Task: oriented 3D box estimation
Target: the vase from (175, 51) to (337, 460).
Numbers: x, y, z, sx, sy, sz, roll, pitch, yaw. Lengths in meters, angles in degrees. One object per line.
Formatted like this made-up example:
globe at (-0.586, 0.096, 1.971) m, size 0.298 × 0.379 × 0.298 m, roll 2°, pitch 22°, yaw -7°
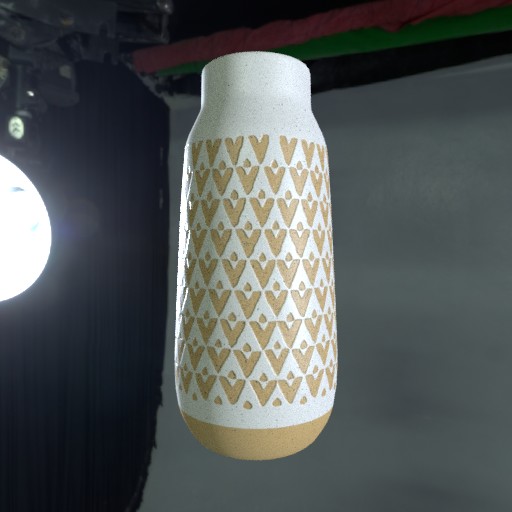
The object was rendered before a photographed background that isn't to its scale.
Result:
vase at (0.000, 0.000, 0.377) m, size 0.137 × 0.307 × 0.137 m, roll 0°, pitch 2°, yaw 0°
